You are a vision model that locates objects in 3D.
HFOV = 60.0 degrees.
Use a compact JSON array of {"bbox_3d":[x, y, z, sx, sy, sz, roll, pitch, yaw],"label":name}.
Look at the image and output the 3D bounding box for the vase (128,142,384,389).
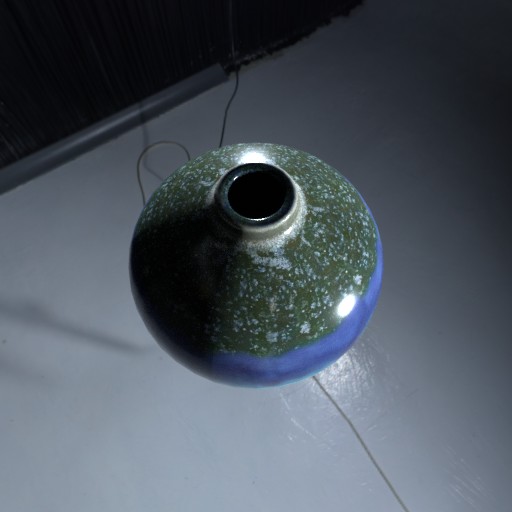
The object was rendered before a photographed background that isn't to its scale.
[{"bbox_3d":[0.000,0.000,0.270,0.154,0.133,0.154,0,63,0],"label":"vase"}]
